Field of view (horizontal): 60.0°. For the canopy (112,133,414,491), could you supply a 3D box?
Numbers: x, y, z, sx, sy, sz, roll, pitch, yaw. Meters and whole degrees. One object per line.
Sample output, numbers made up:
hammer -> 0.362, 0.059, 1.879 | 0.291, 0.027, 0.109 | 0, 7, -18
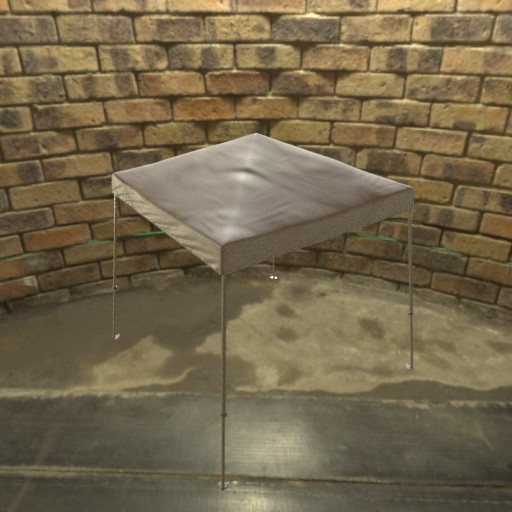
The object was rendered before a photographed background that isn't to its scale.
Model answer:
canopy -> 0.000, 0.000, 6.597 | 3.599, 3.600, 3.600 | -19, 33, -32
